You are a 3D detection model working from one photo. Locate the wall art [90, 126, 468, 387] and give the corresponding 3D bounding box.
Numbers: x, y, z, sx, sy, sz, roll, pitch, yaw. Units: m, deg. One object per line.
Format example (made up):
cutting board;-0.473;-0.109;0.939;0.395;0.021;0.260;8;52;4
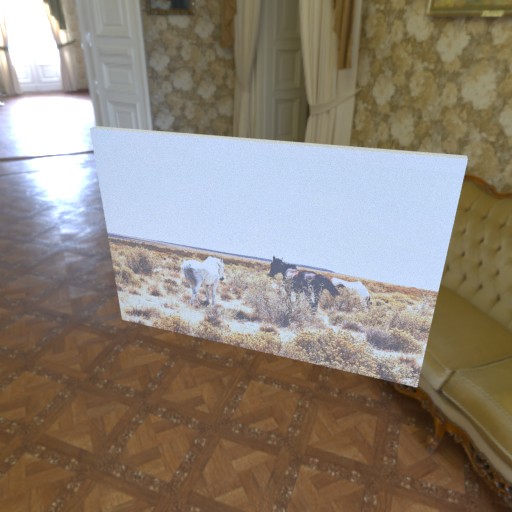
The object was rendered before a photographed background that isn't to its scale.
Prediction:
wall art;0.000;0.000;1.961;1.520;1.016;0.051;9;29;17
